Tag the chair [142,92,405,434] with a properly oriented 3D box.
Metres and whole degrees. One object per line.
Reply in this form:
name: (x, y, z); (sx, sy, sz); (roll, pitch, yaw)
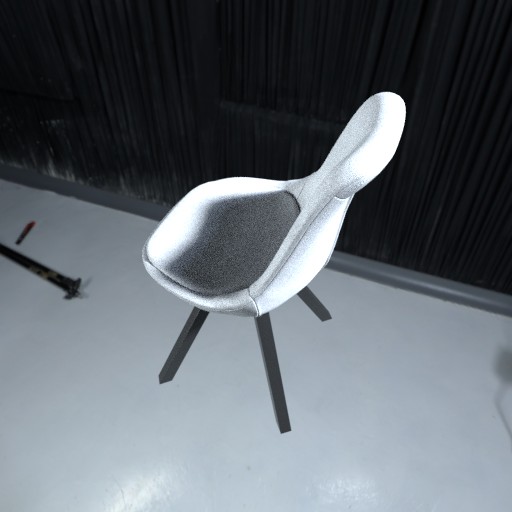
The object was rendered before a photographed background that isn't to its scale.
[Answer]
chair: (0.000, 0.000, 1.143); (0.550, 0.850, 0.485); (16, 48, 15)
